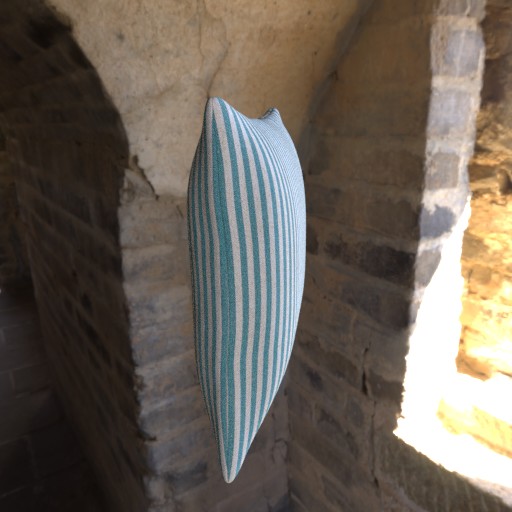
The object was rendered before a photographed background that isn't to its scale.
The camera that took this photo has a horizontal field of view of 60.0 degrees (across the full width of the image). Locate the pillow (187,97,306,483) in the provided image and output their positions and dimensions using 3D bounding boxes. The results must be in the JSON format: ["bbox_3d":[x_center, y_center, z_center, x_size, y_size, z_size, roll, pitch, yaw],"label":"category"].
[{"bbox_3d":[0.000,0.000,0.783,0.166,0.510,0.523,3,17,9],"label":"pillow"}]
